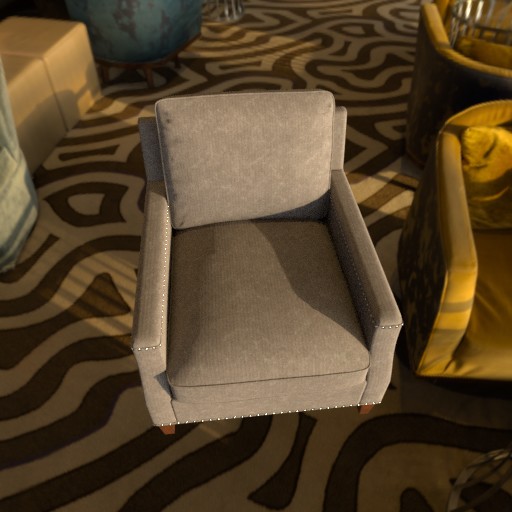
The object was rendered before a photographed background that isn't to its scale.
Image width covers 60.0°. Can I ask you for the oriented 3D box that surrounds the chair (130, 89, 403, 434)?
[{"bbox_3d":[0.000,0.000,1.700,0.853,0.948,1.014,-4,47,-4],"label":"chair"}]
